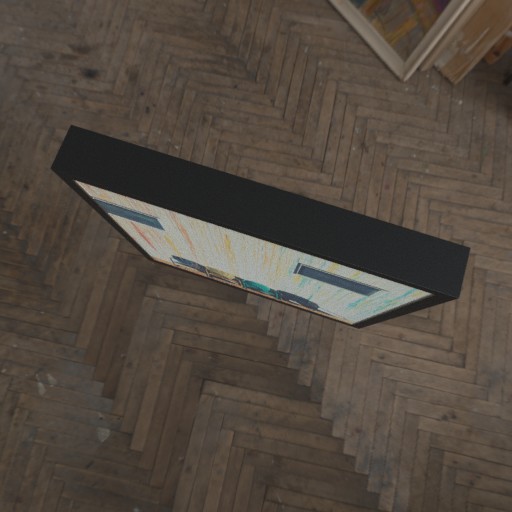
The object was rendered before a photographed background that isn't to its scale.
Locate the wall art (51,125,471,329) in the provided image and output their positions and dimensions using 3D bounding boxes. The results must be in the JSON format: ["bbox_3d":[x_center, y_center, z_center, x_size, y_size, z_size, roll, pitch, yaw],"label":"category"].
[{"bbox_3d":[0.000,0.000,0.464,0.304,0.304,0.038,18,77,4],"label":"wall art"}]
